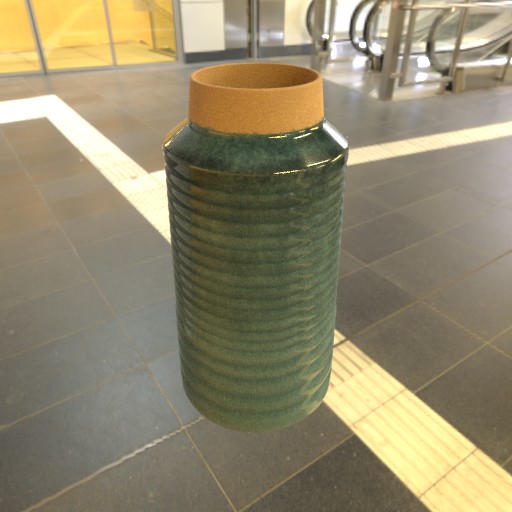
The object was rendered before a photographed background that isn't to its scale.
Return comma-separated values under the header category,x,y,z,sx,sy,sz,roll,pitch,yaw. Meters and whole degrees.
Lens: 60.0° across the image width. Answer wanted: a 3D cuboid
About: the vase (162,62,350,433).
category,x,y,z,sx,sy,sz,roll,pitch,yaw
vase,0.000,0.000,0.409,0.163,0.316,0.163,0,33,0
